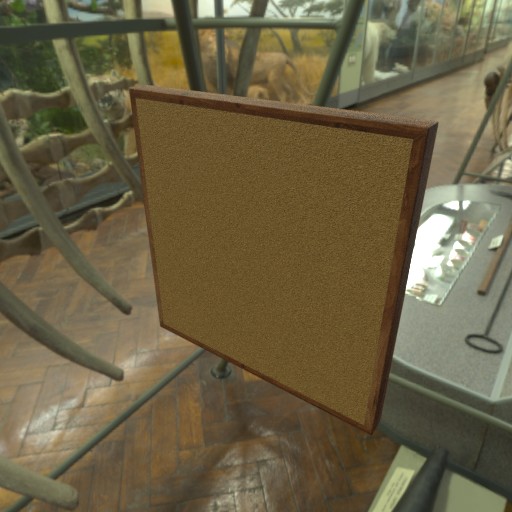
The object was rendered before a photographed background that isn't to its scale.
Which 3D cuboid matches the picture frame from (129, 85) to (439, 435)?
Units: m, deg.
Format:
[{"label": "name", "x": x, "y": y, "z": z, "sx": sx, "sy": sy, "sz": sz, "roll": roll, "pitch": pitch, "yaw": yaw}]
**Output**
[{"label": "picture frame", "x": 0.000, "y": 0.000, "z": 0.531, "sx": 0.352, "sy": 0.356, "sz": 0.028, "roll": 19, "pitch": 34, "yaw": 31}]
